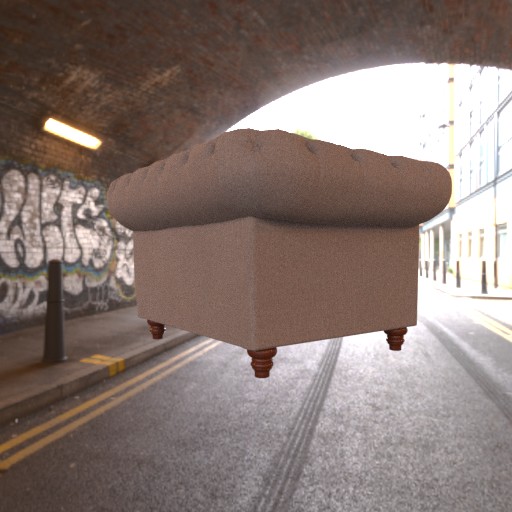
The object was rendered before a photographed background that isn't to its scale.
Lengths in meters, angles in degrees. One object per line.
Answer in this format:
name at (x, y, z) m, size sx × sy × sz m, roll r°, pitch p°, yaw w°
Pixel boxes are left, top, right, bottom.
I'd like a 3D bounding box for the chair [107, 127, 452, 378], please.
chair at (0.000, 0.000, 1.903) m, size 0.976 × 0.770 × 1.270 m, roll 0°, pitch 0°, yaw -36°
